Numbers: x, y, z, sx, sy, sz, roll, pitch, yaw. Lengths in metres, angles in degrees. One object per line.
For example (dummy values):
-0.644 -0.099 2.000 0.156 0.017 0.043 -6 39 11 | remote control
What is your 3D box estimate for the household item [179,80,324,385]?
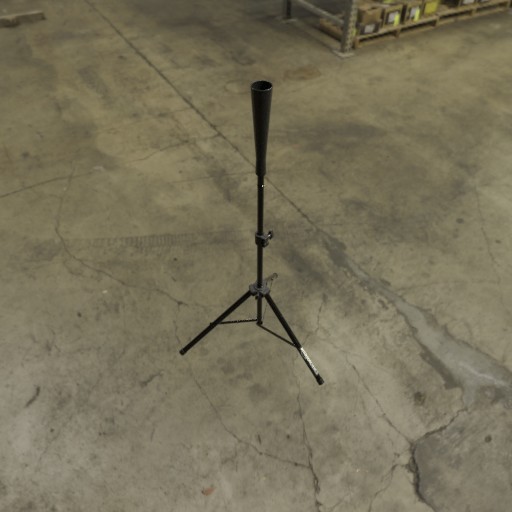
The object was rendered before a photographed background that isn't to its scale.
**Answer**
0.000 0.000 1.406 0.559 1.067 0.559 -24 51 -21 | household item
